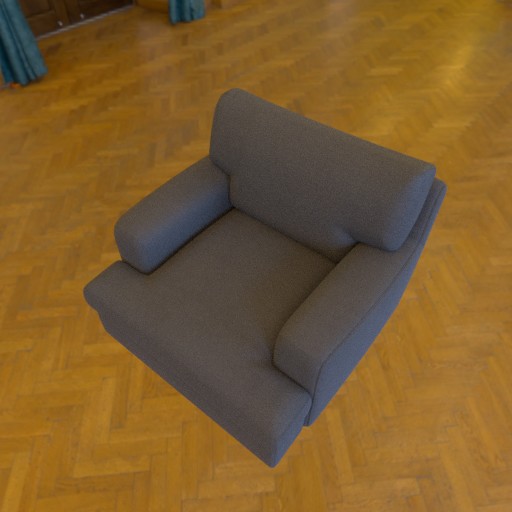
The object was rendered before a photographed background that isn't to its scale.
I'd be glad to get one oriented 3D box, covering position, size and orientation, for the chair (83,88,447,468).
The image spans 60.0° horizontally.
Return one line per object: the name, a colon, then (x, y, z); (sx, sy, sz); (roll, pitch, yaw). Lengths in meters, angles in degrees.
chair: (0.000, 0.000, 1.942); (1.168, 0.940, 1.143); (30, 54, 25)
